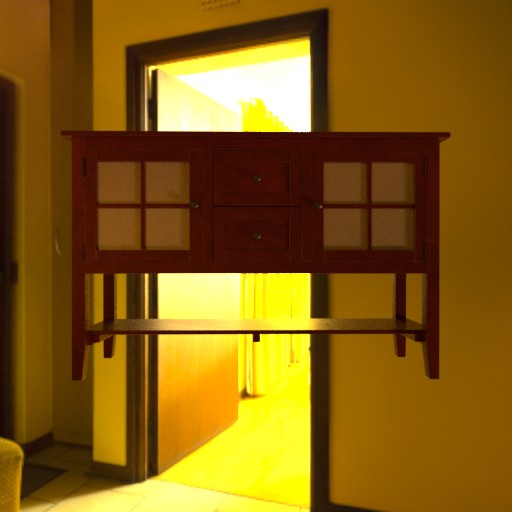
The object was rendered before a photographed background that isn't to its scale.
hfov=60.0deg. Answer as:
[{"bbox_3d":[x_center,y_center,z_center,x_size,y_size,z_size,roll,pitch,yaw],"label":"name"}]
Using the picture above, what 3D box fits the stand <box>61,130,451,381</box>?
[{"bbox_3d":[0.000,0.000,1.741,1.362,0.872,0.410,0,0,-1],"label":"stand"}]
